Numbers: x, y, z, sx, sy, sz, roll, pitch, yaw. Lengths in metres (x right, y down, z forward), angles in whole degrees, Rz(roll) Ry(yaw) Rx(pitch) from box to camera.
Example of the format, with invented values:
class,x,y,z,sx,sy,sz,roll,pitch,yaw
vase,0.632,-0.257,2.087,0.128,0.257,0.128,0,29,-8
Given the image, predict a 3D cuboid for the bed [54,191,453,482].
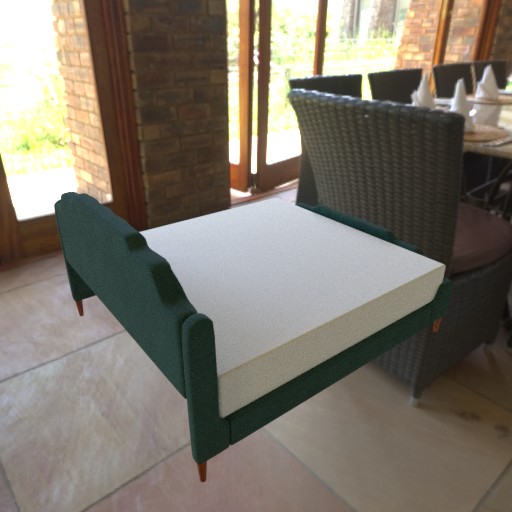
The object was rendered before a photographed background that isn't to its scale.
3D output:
class,x,y,z,sx,sy,sz,roll,pitch,yaw
bed,0.000,0.000,3.456,2.340,1.245,2.074,-19,32,-33
